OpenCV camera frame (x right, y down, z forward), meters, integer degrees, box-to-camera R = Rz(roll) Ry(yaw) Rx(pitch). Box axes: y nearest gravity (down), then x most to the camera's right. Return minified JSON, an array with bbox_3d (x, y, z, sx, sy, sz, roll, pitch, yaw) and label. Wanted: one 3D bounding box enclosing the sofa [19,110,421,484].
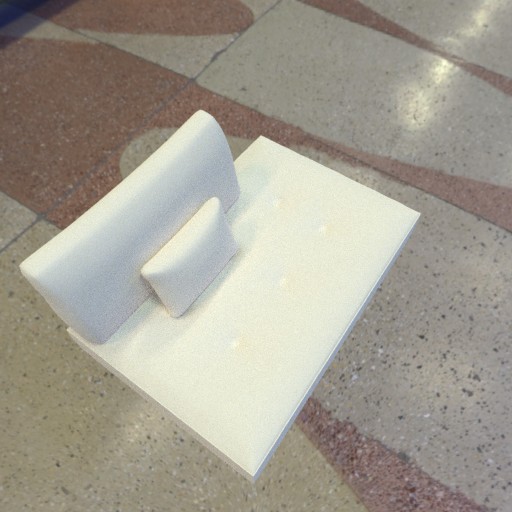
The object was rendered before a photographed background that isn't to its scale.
[{"bbox_3d":[0.000,0.000,1.970,1.000,0.820,1.450,31,63,18],"label":"sofa"}]
